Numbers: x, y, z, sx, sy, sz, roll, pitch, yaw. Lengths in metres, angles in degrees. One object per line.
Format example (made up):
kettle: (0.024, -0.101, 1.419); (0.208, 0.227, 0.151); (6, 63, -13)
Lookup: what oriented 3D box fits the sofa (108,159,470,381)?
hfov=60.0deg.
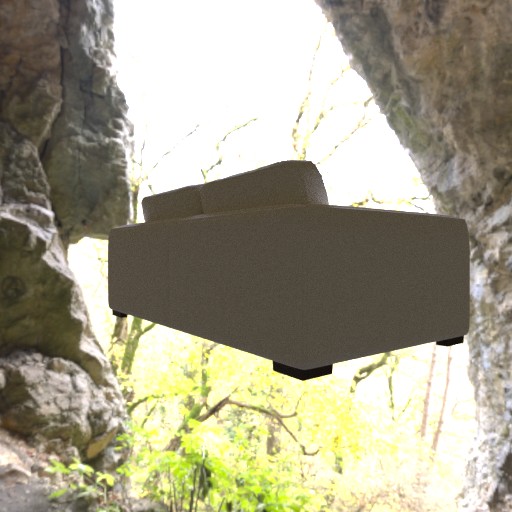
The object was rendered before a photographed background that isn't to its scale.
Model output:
sofa: (0.000, 0.000, 2.476); (1.069, 0.801, 1.920); (-1, 1, -37)
